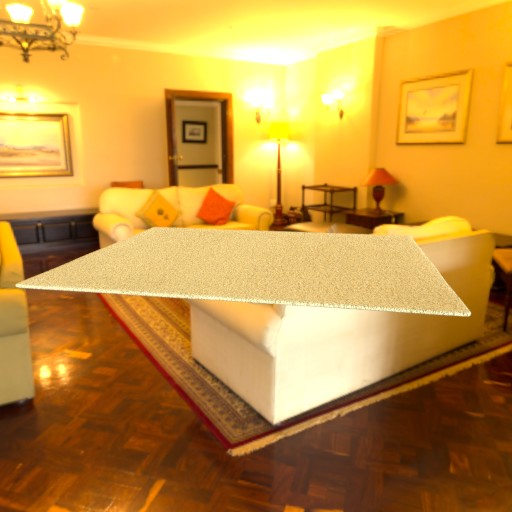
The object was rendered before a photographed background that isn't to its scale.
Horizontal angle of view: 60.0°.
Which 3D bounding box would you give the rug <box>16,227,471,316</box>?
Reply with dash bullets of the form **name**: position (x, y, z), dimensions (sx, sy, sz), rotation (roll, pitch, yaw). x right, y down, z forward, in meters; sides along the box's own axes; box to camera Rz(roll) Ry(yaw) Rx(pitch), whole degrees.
- **rug**: position (0.000, 0.000, 4.039), dimensions (3.047, 0.029, 2.438), rotation (3, 14, 10)
